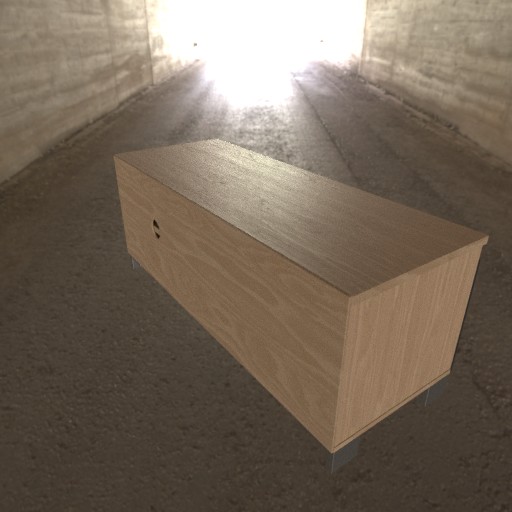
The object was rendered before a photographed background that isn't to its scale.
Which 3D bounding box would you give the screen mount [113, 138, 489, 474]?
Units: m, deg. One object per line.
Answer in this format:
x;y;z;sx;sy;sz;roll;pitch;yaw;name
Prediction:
0.000;0.000;1.297;0.406;0.432;1.084;-18;33;-31;screen mount
